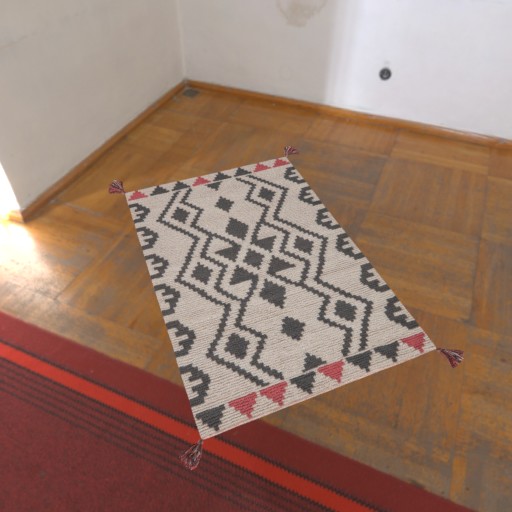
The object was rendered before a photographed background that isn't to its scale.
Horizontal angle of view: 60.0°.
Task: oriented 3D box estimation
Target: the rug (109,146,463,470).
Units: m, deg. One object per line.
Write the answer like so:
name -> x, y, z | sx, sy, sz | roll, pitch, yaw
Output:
rug -> 0.000, 0.000, 2.625 | 1.444, 0.067, 2.069 | -16, 48, -15
